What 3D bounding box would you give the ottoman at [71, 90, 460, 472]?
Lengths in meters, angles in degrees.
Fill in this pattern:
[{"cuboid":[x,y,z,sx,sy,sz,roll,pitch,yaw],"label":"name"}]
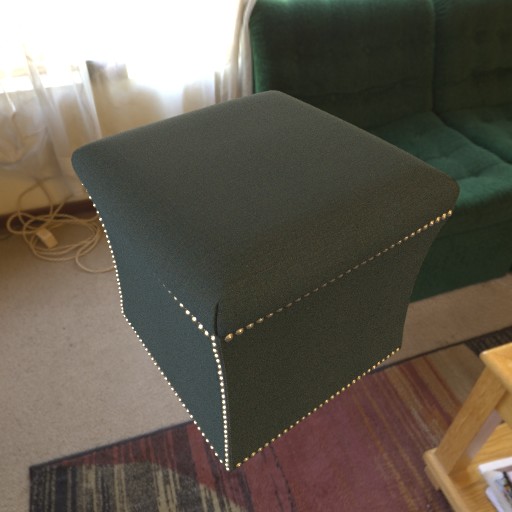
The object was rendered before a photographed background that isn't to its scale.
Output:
[{"cuboid":[0.000,0.000,0.886,0.497,0.475,0.507,-26,47,-26],"label":"ottoman"}]
